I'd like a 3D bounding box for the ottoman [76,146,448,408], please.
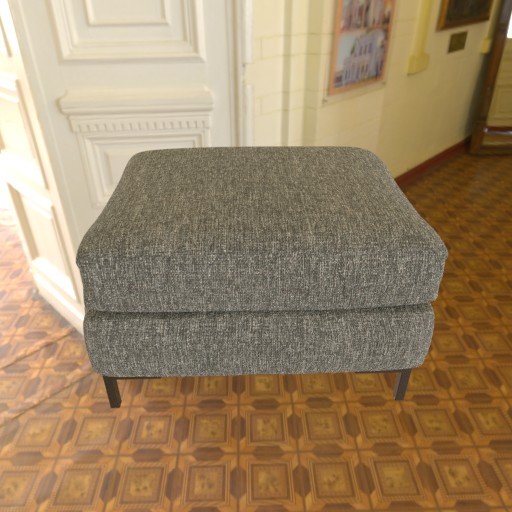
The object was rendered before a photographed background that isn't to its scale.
[{"bbox_3d":[0.000,0.000,1.235,0.828,0.480,0.683,-1,32,-2],"label":"ottoman"}]
